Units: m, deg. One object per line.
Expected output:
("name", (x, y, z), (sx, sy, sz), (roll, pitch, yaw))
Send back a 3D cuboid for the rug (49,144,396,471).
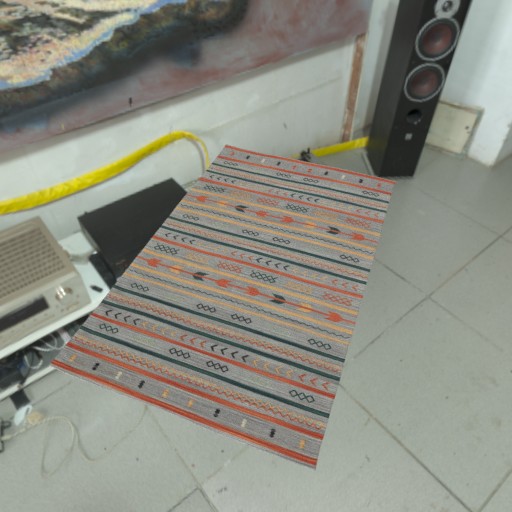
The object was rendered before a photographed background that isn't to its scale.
("rug", (0.000, 0.000, 3.064), (1.537, 0.029, 2.439), (16, 48, 15))
